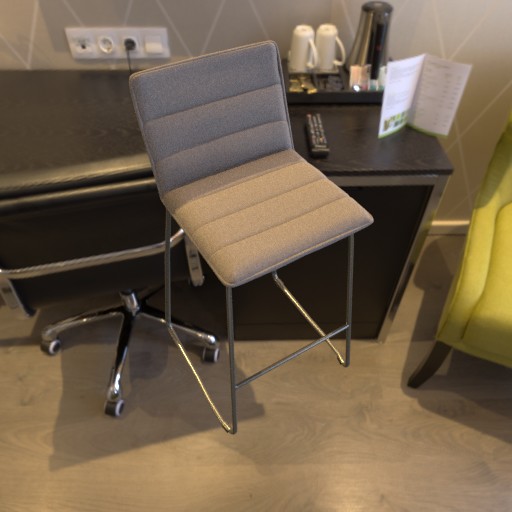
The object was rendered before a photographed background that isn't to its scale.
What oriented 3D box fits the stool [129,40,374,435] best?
[{"bbox_3d":[0.000,0.000,1.246,0.490,0.960,0.490,-24,51,-21],"label":"stool"}]
